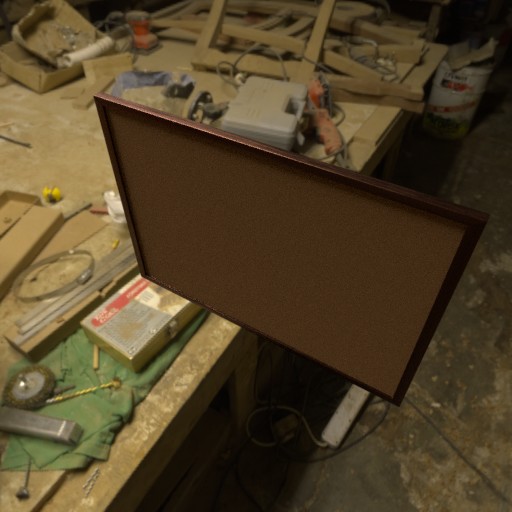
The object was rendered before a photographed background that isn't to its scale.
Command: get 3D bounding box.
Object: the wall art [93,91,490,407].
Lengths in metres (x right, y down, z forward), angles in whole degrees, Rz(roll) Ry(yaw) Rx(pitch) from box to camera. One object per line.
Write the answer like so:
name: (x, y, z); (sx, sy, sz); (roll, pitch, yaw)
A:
wall art: (0.000, 0.000, 0.537); (0.431, 0.304, 0.012); (23, 49, 22)
